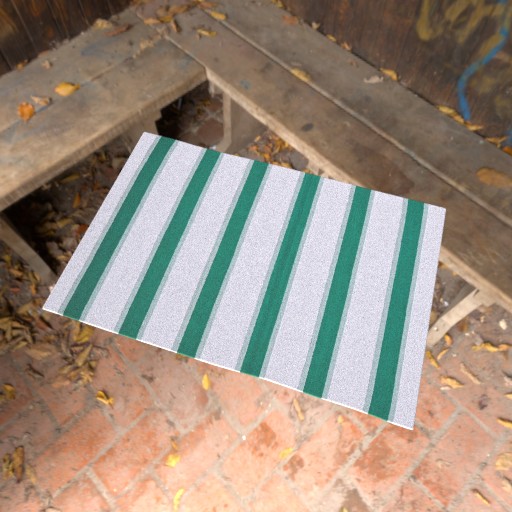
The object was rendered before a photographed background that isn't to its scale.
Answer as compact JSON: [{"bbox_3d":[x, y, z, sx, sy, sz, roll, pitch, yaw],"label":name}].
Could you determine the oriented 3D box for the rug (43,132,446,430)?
[{"bbox_3d":[0.000,0.000,2.325,1.829,0.012,1.210,16,64,8],"label":"rug"}]
